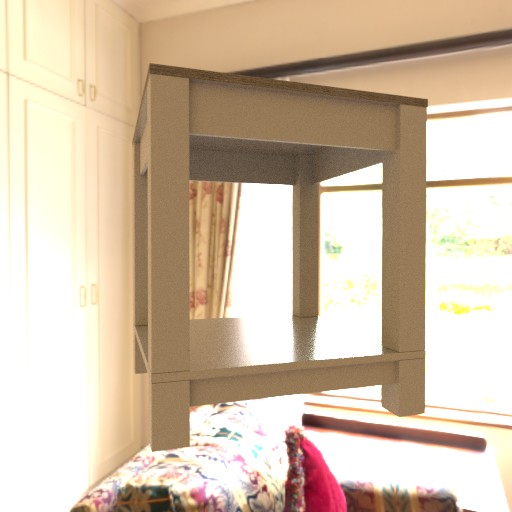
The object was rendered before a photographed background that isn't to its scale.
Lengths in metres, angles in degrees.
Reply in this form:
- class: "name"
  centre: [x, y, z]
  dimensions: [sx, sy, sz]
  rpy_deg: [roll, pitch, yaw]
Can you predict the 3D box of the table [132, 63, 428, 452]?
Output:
- class: "table"
  centre: [0.000, 0.000, 0.987]
  dimensions: [0.504, 0.587, 0.506]
  rpy_deg: [0, 1, -18]
